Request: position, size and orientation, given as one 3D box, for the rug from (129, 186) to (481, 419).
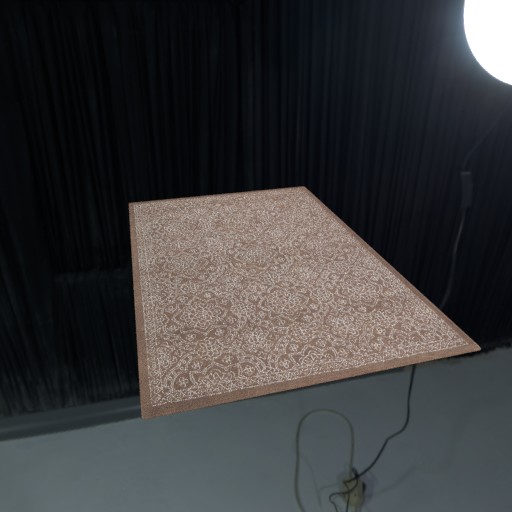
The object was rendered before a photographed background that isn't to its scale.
[{"bbox_3d":[0.000,0.000,2.824,1.524,0.011,2.286,-7,29,-13],"label":"rug"}]
